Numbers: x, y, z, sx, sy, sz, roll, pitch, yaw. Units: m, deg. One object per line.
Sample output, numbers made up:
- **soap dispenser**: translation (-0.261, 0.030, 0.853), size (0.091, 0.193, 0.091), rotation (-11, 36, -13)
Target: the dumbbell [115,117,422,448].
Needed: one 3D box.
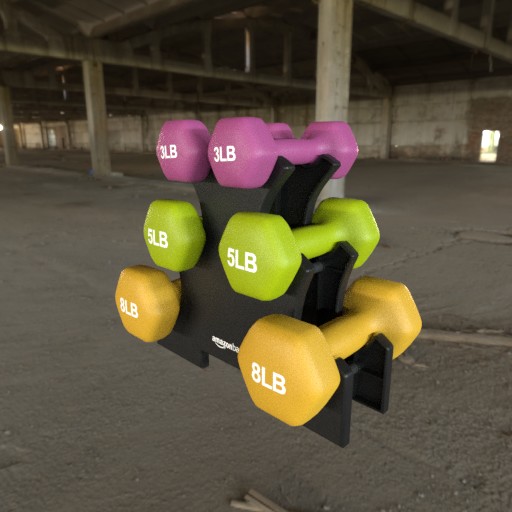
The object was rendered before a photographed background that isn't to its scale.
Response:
- **dumbbell**: translation (0.000, 0.000, 0.464), size (0.300, 0.271, 0.190), rotation (14, 21, 43)
